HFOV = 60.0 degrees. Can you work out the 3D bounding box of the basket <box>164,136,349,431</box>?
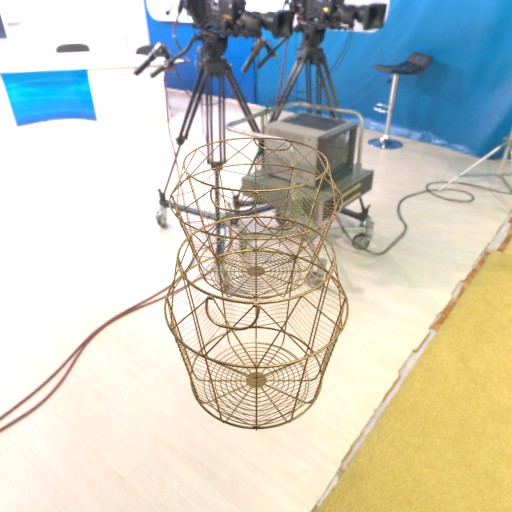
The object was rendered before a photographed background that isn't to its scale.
[{"bbox_3d":[0.000,0.000,1.056,0.451,0.343,0.805,0,33,0],"label":"basket"}]
